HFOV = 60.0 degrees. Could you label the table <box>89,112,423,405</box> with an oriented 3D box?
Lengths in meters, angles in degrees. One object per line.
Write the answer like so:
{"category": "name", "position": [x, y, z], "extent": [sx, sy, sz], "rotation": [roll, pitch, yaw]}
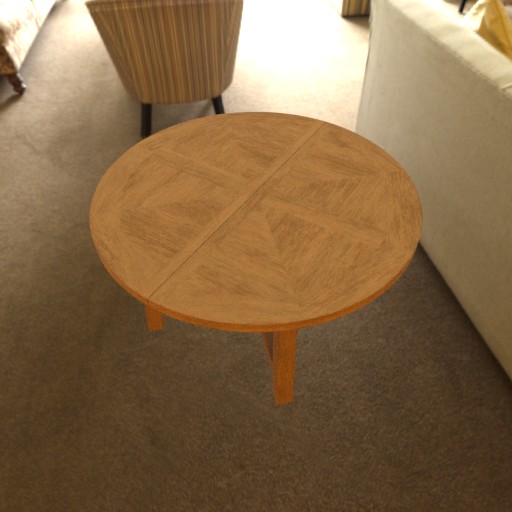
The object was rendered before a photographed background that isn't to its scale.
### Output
{"category": "table", "position": [0.000, 0.000, 2.087], "extent": [1.319, 0.762, 1.319], "rotation": [0, 46, 0]}
